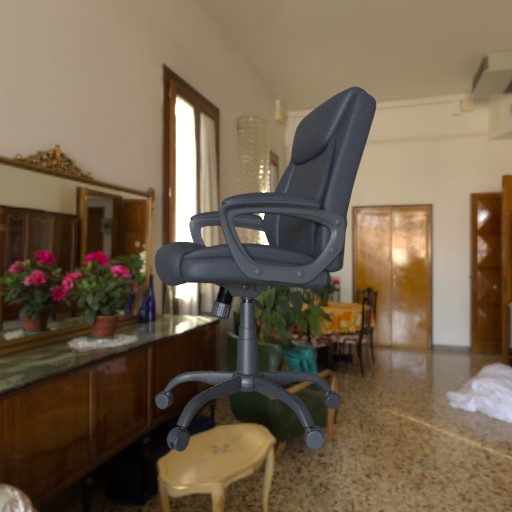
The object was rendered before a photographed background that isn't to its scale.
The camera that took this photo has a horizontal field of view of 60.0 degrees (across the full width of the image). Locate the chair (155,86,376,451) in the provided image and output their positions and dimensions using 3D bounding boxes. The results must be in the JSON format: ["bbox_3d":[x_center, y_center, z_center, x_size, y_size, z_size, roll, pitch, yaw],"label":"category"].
[{"bbox_3d":[0.000,0.000,1.484,0.655,1.072,0.615,0,0,-18],"label":"chair"}]
